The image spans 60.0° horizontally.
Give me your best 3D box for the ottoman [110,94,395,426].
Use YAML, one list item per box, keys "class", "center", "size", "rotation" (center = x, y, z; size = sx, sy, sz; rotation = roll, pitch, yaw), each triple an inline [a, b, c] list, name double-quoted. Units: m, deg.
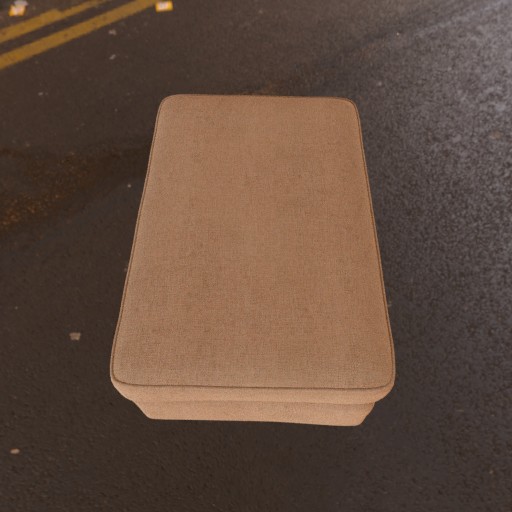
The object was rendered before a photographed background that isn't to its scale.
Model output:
- class: "ottoman"
  center: [0.000, 0.000, 1.250]
  size: [0.583, 0.484, 0.862]
  rotation: [1, 59, 0]
